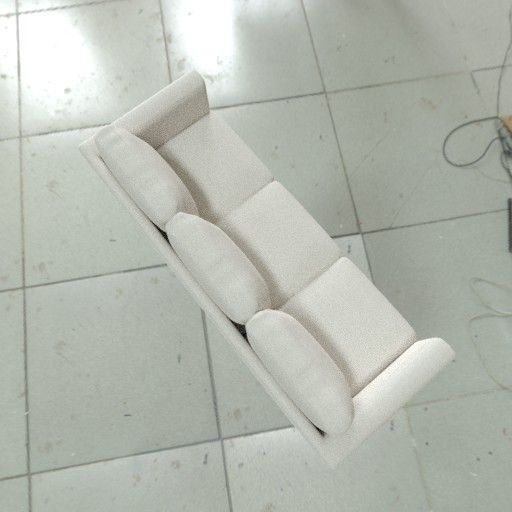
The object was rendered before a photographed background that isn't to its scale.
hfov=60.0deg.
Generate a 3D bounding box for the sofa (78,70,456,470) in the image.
[{"bbox_3d":[0.000,0.000,2.417,0.802,0.912,2.029,-38,77,-10],"label":"sofa"}]
